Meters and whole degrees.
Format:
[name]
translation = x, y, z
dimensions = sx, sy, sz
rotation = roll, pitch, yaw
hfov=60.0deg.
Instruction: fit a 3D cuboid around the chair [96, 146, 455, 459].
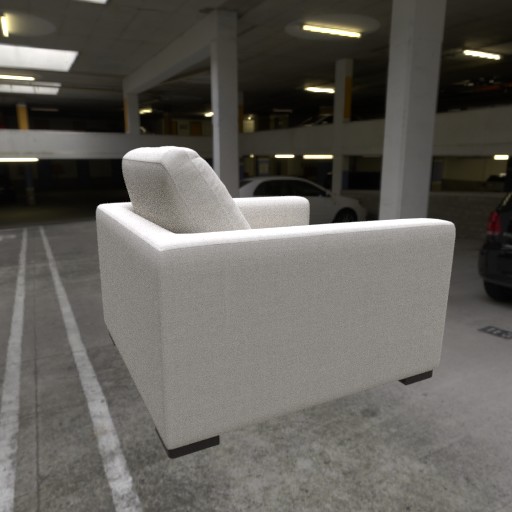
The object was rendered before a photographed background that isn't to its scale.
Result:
[chair]
translation = 0.000, 0.000, 1.832
dimensions = 1.100, 0.876, 1.070
rotation = -7, 14, -27
